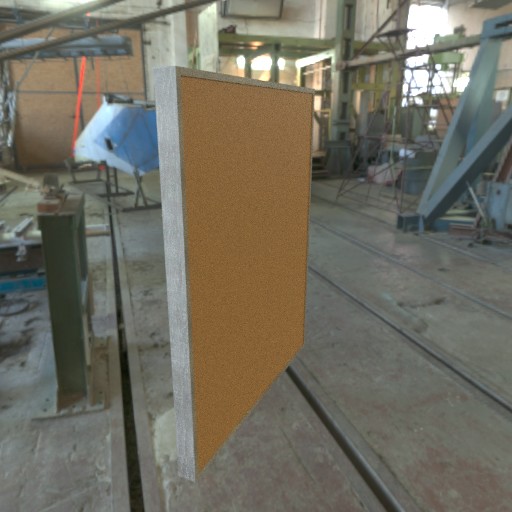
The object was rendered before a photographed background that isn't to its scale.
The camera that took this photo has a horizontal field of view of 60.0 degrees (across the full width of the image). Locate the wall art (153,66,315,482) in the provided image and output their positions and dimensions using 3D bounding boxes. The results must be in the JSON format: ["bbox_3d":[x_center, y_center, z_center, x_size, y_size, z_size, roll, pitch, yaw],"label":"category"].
[{"bbox_3d":[0.000,0.000,0.708,0.032,0.521,0.421,8,19,25],"label":"wall art"}]
